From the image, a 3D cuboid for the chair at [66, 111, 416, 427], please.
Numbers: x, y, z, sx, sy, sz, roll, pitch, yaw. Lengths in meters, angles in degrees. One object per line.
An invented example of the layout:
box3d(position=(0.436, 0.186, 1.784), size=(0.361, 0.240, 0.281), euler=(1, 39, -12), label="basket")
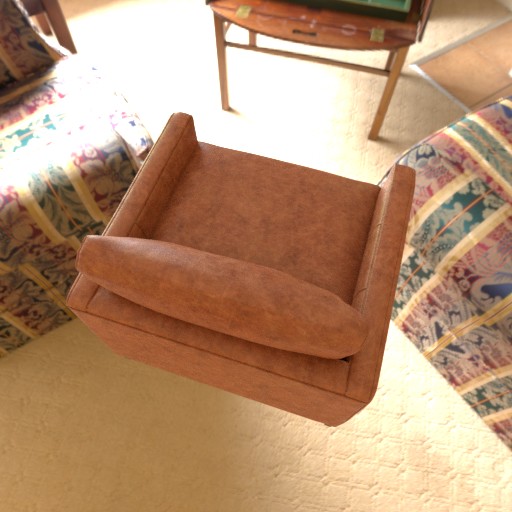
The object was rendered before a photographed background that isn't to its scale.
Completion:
box3d(position=(0.000, 0.000, 1.608), size=(0.967, 0.869, 0.862), euler=(16, 63, 8), label="chair")
